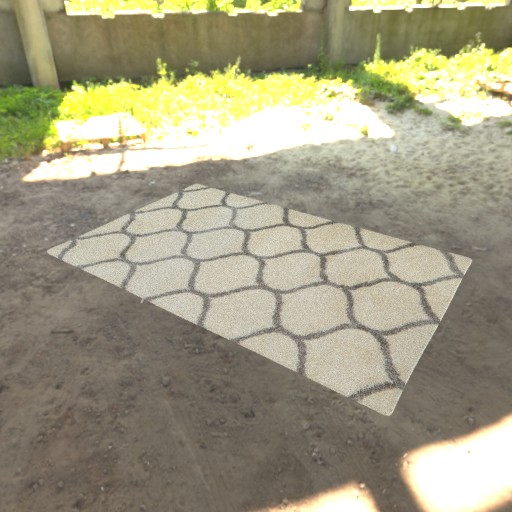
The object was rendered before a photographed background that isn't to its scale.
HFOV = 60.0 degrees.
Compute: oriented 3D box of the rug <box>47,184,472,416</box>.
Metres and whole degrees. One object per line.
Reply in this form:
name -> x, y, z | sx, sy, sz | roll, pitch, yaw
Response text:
rug -> 0.000, 0.000, 2.890 | 2.348, 0.024, 1.501 | 19, 35, 29
